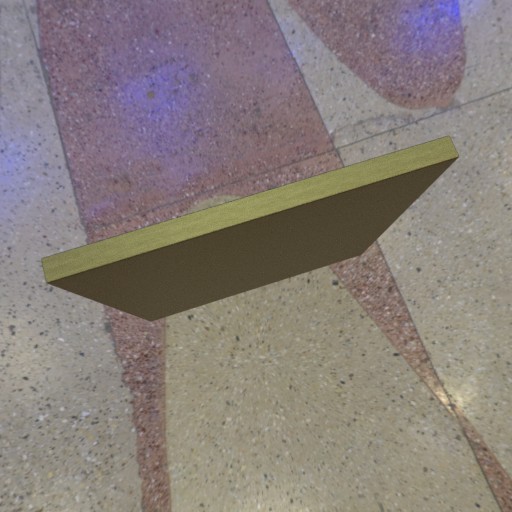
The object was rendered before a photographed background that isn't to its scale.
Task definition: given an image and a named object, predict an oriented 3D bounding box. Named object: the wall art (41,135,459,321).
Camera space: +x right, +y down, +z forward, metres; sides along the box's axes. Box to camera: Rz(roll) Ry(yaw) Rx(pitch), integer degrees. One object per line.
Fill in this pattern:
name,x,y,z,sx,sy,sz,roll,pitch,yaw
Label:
wall art,0.000,0.000,0.762,0.503,0.506,0.031,-17,77,-4
